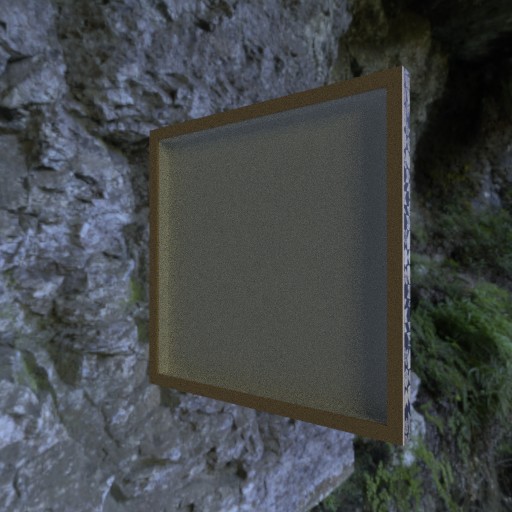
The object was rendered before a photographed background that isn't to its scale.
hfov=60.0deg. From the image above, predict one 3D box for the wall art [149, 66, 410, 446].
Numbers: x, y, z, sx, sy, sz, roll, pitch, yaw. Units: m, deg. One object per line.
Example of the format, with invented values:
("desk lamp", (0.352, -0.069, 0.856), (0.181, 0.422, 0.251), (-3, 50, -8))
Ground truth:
("wall art", (0.000, 0.000, 0.906), (0.612, 0.612, 0.038), (0, 0, 36))
